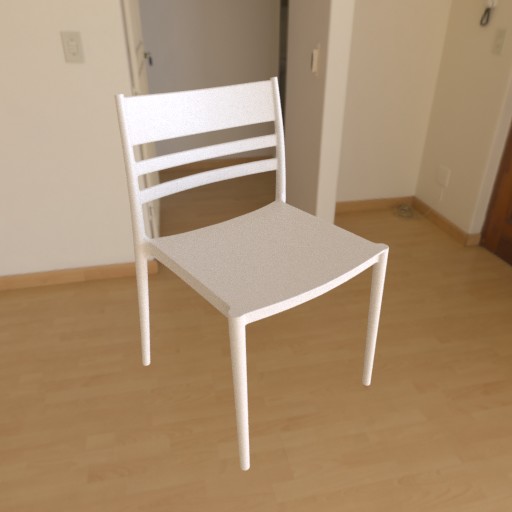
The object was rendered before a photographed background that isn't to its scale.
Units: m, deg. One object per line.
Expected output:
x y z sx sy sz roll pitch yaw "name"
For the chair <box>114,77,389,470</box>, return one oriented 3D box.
0.000 0.000 1.162 0.531 0.800 0.511 -21 36 -32 "chair"
